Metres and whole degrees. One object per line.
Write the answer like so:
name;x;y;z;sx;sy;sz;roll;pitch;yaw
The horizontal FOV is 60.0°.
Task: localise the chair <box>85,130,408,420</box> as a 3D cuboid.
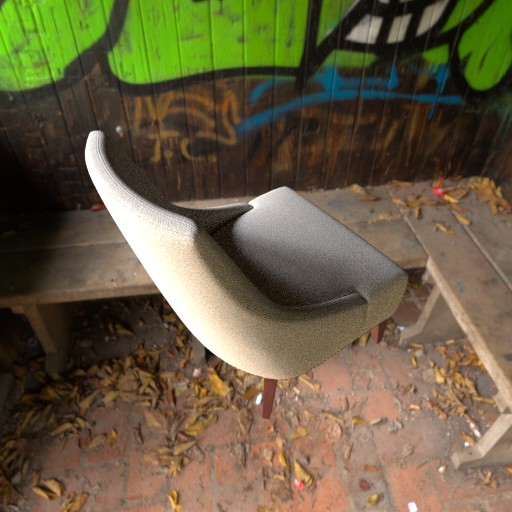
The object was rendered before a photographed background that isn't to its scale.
chair;0.000;0.000;1.492;0.861;0.909;0.701;-27;49;-26
